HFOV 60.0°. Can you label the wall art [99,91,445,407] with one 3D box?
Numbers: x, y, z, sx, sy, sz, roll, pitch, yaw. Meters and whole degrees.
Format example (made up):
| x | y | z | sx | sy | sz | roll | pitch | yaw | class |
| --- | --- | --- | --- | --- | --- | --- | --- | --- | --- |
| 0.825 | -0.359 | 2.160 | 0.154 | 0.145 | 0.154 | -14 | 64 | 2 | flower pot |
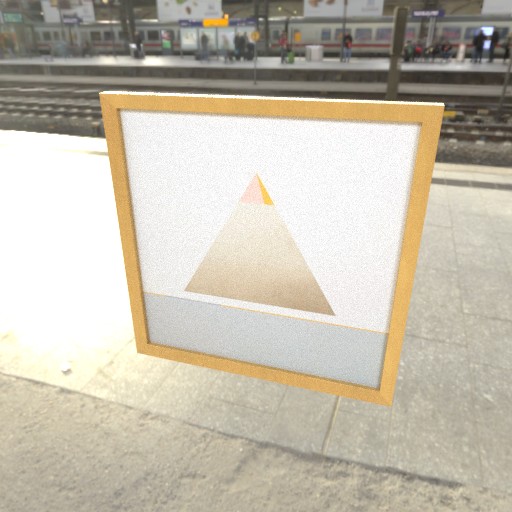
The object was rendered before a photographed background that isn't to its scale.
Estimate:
| x | y | z | sx | sy | sz | roll | pitch | yaw | class |
| --- | --- | --- | --- | --- | --- | --- | --- | --- | --- |
| 0.000 | 0.000 | 2.859 | 1.935 | 1.936 | 0.097 | 8 | 27 | 15 | wall art |
